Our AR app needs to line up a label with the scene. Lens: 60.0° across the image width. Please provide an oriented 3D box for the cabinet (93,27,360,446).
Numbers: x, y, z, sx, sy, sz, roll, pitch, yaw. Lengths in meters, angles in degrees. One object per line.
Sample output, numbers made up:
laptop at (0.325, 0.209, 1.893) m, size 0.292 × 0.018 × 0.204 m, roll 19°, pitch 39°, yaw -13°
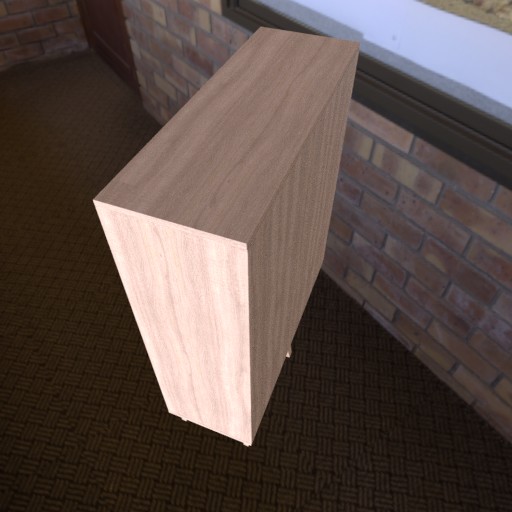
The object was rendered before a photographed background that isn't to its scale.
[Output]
cabinet at (0.000, 0.000, 1.866) m, size 0.398 × 1.388 × 1.111 m, roll 16°, pitch 50°, yaw 14°
